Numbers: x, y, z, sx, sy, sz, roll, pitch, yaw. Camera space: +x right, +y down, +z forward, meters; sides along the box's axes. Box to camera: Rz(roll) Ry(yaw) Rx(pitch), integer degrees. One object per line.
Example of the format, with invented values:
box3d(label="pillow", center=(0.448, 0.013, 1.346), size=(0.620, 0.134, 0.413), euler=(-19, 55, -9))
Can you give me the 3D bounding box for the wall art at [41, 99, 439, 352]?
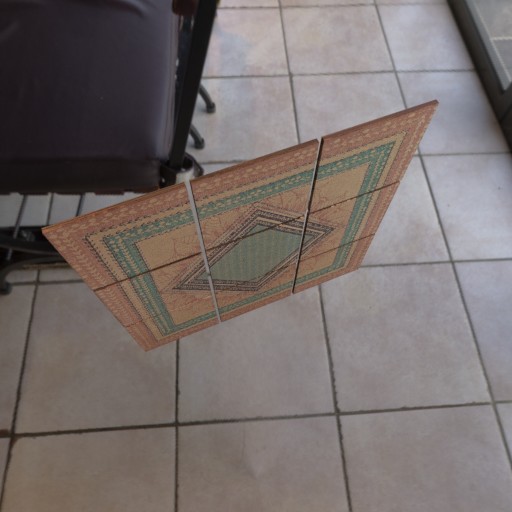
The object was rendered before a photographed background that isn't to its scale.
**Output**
box3d(label="wall art", center=(0.000, 0.000, 1.362), size=(0.915, 0.914, 0.013), euler=(-20, 65, -10))
